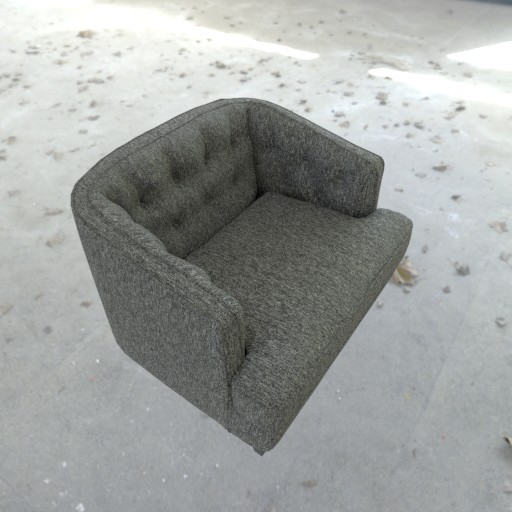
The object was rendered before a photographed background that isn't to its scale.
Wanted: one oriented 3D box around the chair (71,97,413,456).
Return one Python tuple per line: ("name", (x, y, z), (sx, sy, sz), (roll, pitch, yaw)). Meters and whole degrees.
("chair", (0.000, 0.000, 1.765), (0.941, 0.852, 1.104), (25, 48, 25))
